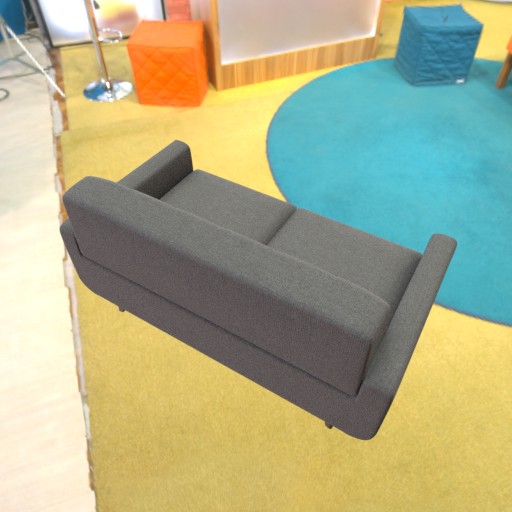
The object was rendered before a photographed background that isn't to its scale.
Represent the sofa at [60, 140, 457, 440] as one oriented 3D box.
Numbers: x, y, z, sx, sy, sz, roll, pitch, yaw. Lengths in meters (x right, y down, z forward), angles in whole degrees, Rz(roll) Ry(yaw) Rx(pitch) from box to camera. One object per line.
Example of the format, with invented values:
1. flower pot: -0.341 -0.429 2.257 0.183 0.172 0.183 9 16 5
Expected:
1. sofa: 0.000 0.000 2.149 1.631 0.841 0.909 24 51 21
